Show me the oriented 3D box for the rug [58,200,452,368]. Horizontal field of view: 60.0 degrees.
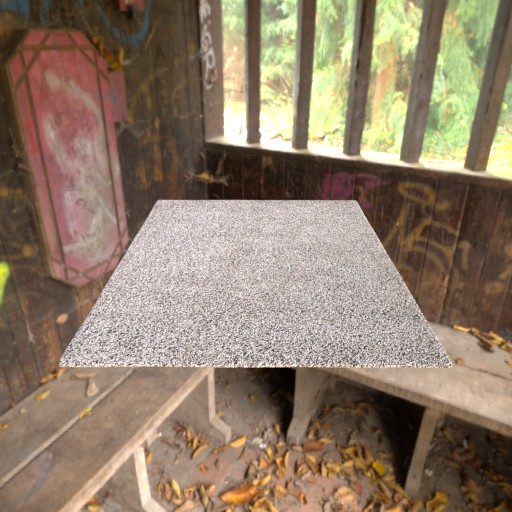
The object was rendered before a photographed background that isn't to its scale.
[{"bbox_3d":[0.000,0.000,4.077,2.438,0.029,3.047,0,26,0],"label":"rug"}]
